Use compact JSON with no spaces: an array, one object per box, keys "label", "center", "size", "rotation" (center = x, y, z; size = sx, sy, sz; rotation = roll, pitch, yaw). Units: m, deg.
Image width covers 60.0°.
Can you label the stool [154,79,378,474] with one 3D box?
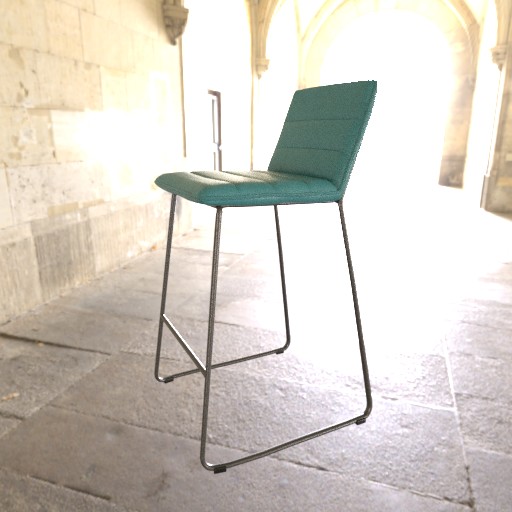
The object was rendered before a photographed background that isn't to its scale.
[{"label":"stool","center":[0.000,0.000,1.261],"size":[0.524,0.936,0.489],"rotation":[-8,18,-26]}]
